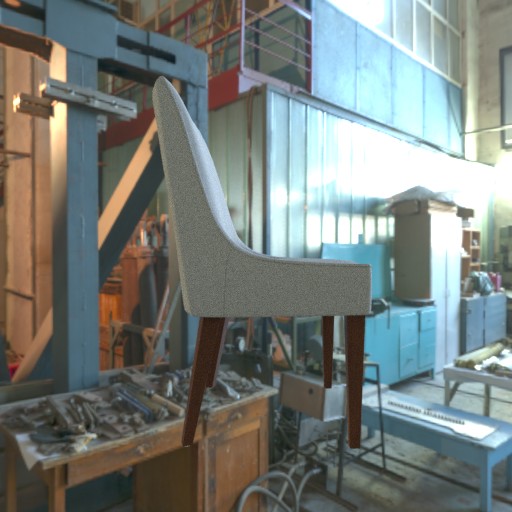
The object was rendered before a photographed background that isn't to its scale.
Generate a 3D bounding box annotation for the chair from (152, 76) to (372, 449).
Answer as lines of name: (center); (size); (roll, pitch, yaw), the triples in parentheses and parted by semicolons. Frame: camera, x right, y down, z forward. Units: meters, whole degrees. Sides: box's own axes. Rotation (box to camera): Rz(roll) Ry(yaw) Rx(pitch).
chair: (0.000, 0.000, 1.215); (0.544, 0.861, 0.529); (0, 1, 1)
